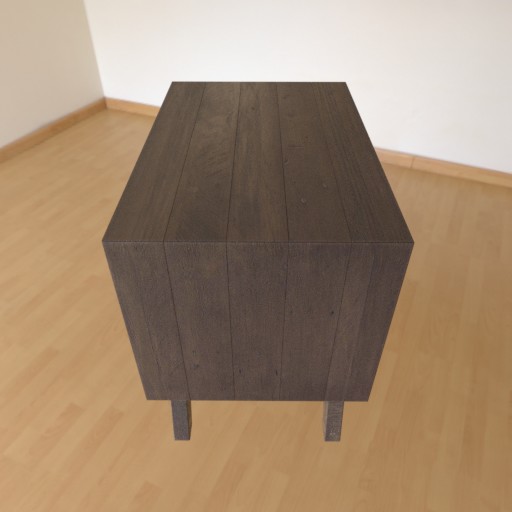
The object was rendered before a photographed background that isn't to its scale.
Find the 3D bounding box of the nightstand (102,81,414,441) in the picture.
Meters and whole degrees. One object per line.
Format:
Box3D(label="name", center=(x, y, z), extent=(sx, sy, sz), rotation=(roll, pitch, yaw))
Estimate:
Box3D(label="nightstand", center=(0.000, 0.000, 1.058), extent=(0.450, 0.599, 0.650), rotation=(0, 40, 0))
